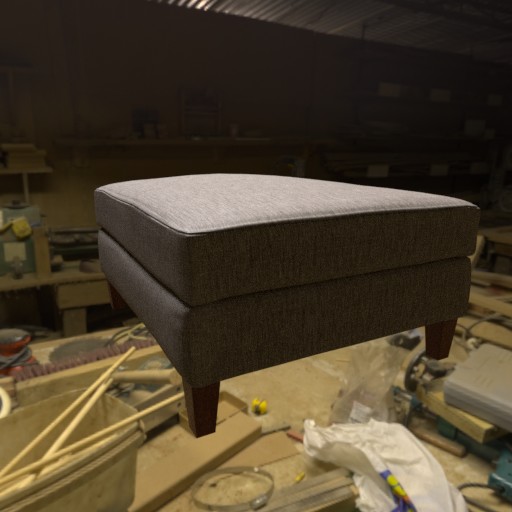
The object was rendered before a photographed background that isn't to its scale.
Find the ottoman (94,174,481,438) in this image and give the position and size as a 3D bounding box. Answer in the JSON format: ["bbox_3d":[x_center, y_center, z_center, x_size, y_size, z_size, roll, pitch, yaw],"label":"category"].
[{"bbox_3d":[0.000,0.000,1.423,0.839,0.492,0.994,-7,16,-28],"label":"ottoman"}]
